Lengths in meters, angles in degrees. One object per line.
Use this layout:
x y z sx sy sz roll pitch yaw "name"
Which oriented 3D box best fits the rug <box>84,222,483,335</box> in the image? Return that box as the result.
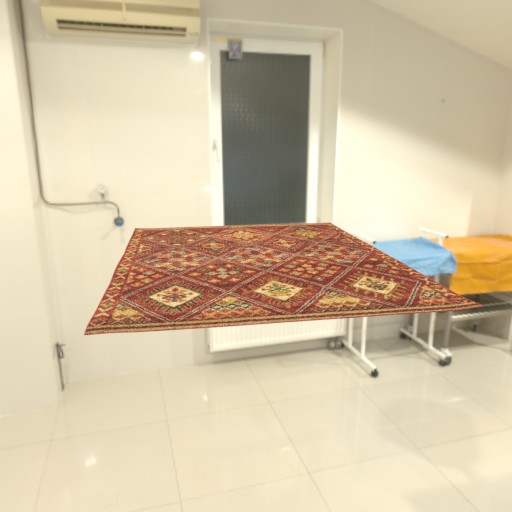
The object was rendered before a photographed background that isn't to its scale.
0.000 0.000 4.149 2.489 0.030 3.086 -2 15 -9 "rug"
